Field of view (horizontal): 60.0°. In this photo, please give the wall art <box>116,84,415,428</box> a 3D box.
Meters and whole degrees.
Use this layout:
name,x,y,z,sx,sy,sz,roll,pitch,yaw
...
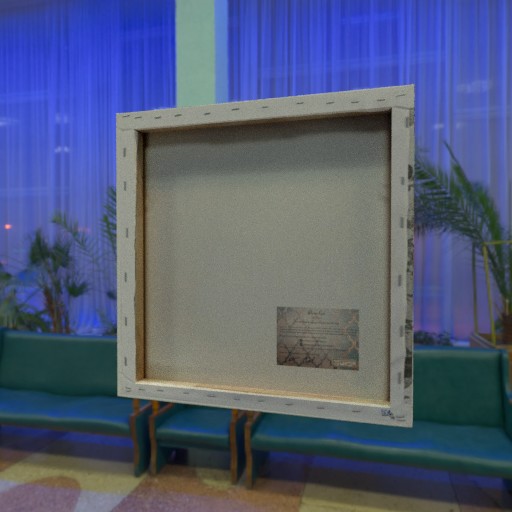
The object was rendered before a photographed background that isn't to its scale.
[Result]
name,x,y,z,sx,sy,sz,roll,pitch,yaw
wall art,0.000,0.000,0.453,0.302,0.306,0.038,0,1,16
